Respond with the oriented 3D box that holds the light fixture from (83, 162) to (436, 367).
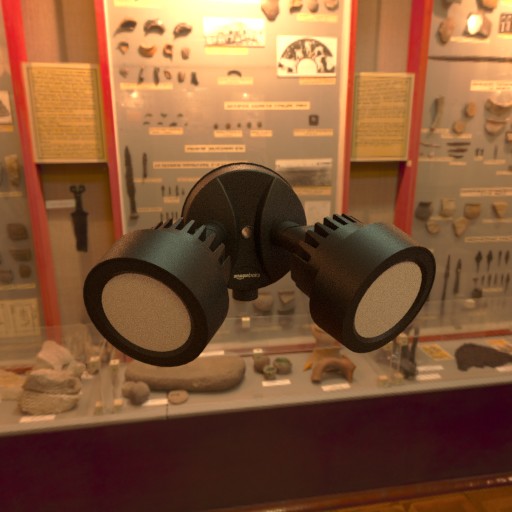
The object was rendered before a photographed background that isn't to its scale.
[{"bbox_3d":[0.000,0.000,0.314,0.213,0.120,0.168,-2,16,-8],"label":"light fixture"}]
